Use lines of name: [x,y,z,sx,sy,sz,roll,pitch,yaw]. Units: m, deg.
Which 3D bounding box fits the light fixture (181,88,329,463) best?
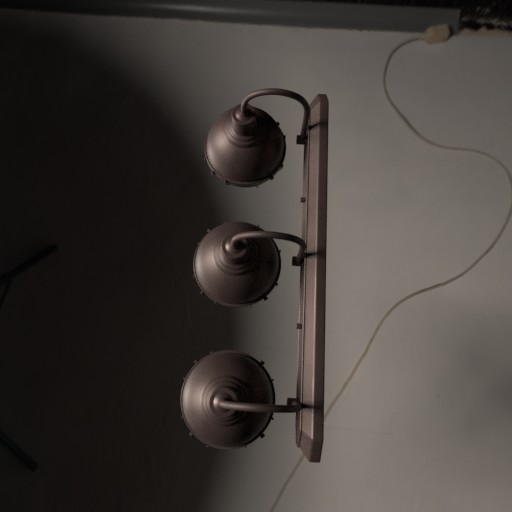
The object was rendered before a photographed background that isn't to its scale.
light fixture: [0.000,0.000,0.755,0.229,0.254,0.634,3,75,1]
